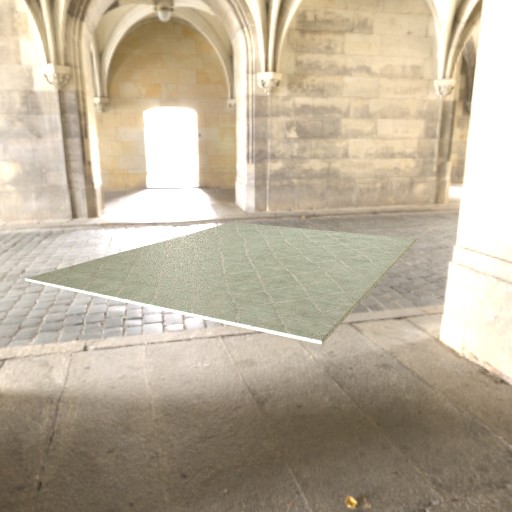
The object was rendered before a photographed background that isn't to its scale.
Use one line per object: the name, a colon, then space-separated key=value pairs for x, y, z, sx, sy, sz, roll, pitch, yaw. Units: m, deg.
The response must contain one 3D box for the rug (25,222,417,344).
rug: x=0.000 y=0.000 z=4.164 sx=2.420 sy=0.019 sz=3.039 roll=7 pitch=15 yaw=27
